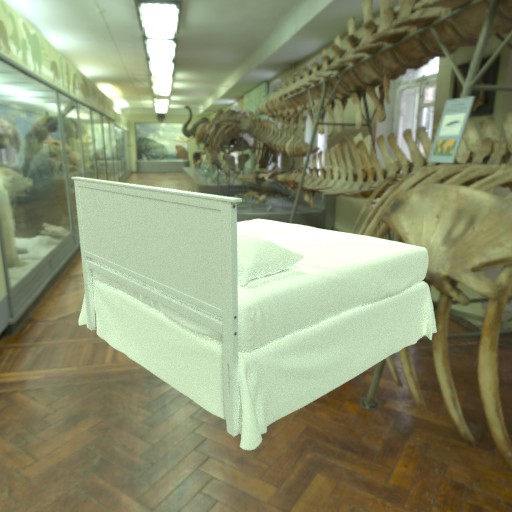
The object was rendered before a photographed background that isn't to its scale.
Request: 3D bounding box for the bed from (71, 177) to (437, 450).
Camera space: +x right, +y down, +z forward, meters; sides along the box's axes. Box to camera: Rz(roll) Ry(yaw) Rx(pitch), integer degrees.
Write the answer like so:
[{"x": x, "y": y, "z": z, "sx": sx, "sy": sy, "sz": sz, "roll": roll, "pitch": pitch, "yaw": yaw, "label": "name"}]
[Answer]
[{"x": 0.000, "y": 0.000, "z": 3.622, "sx": 2.215, "sy": 1.273, "sz": 2.317, "roll": -12, "pitch": 19, "yaw": -41, "label": "bed"}]
